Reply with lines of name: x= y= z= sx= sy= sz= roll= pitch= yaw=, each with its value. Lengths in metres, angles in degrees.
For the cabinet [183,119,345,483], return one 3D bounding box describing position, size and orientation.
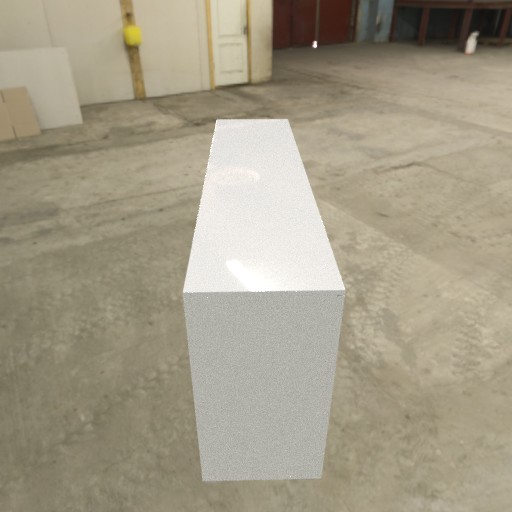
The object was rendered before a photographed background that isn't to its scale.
cabinet: x=0.000 y=0.000 z=1.999 sx=0.400 sy=0.800 sz=1.650 roll=-1 pitch=31 yaw=-1
